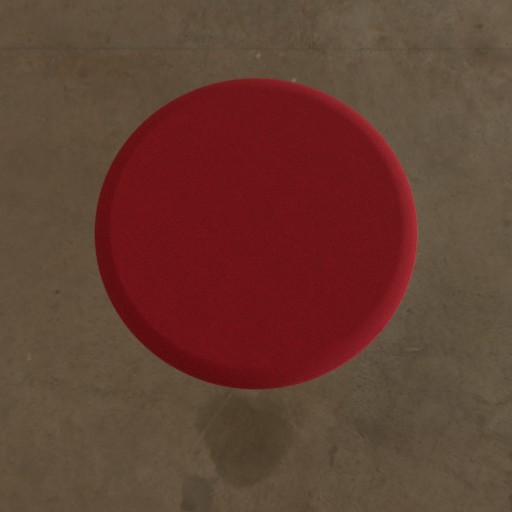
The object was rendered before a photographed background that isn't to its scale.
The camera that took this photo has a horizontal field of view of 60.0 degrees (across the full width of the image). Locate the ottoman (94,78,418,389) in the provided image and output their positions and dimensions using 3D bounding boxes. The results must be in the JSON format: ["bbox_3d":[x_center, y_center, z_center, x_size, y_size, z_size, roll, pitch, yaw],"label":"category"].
[{"bbox_3d":[0.000,0.000,0.729,0.400,0.406,0.400,0,77,0],"label":"ottoman"}]
